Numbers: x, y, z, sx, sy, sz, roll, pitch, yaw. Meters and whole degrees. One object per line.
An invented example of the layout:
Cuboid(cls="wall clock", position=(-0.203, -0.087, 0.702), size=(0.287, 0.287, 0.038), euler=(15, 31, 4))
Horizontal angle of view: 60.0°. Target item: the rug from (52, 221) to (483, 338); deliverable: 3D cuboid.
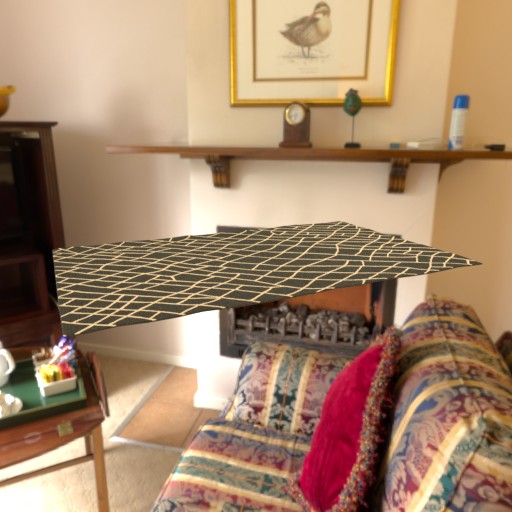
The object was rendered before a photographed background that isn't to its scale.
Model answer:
Cuboid(cls="rug", position=(0.000, 0.000, 2.955), size=(2.448, 0.017, 1.529), euler=(-7, 17, -24))
